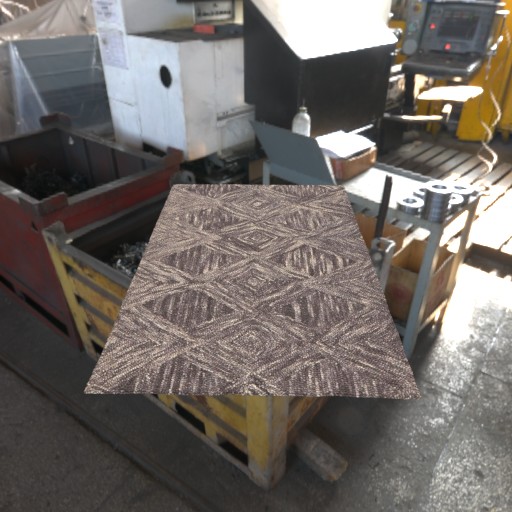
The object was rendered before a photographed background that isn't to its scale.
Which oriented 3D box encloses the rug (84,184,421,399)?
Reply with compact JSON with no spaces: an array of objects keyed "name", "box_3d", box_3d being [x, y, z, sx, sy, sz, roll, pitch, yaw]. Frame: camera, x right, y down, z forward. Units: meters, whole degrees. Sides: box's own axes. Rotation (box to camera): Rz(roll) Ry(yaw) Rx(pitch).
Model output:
[{"name":"rug","box_3d":[0.000,0.000,2.314,1.186,0.012,1.814,1,33,1]}]
